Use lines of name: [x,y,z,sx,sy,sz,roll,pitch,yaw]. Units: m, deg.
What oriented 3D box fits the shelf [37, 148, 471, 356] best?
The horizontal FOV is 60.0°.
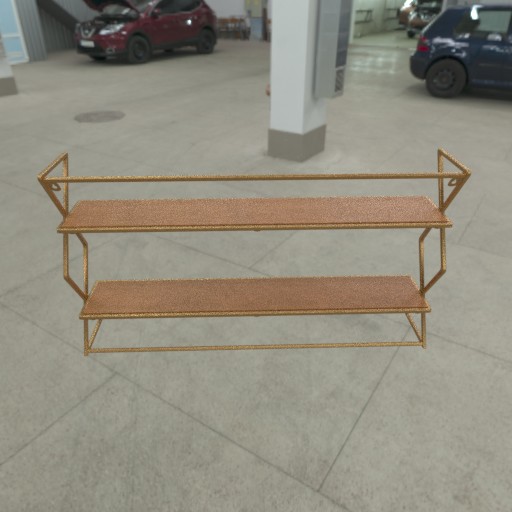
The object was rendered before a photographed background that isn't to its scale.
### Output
shelf: [0.000,0.000,1.014,0.822,0.450,0.150,-1,31,-2]
